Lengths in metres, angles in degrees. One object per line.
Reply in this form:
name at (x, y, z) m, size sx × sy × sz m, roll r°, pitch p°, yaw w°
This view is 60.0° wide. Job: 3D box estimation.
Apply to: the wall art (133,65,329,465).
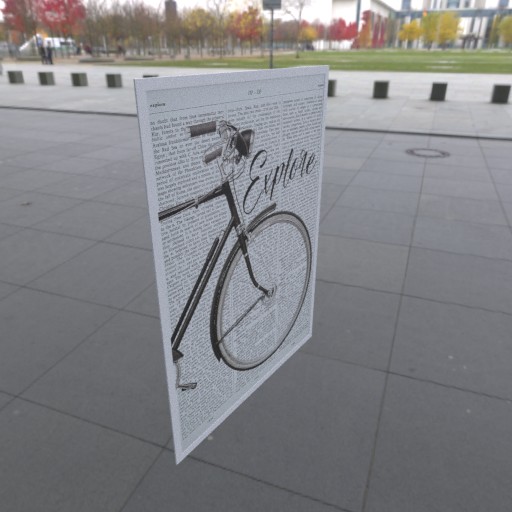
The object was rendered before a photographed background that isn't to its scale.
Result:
wall art at (0.000, 0.000, 0.788) m, size 0.003 × 0.610 × 0.457 m, roll 17°, pitch 31°, yaw 32°
